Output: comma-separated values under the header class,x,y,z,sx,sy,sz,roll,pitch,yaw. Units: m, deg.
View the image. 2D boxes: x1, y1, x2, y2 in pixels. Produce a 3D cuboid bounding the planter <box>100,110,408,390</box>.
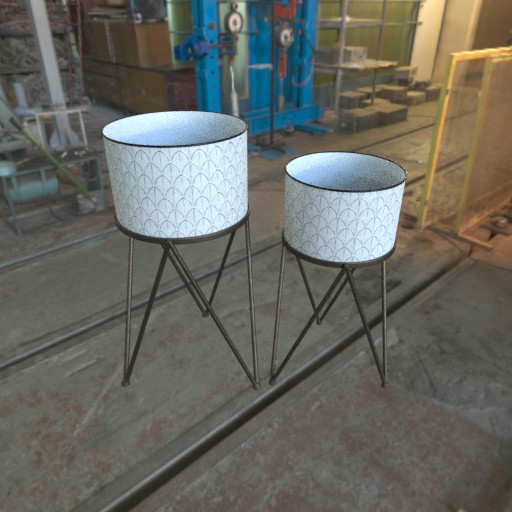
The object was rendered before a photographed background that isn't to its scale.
class,x,y,z,sx,sy,sz,roll,pitch,yaw
planter,0.000,0.000,1.209,0.769,0.712,0.413,1,30,2
